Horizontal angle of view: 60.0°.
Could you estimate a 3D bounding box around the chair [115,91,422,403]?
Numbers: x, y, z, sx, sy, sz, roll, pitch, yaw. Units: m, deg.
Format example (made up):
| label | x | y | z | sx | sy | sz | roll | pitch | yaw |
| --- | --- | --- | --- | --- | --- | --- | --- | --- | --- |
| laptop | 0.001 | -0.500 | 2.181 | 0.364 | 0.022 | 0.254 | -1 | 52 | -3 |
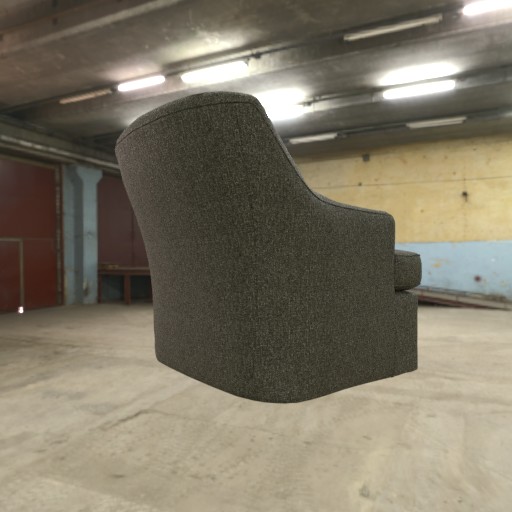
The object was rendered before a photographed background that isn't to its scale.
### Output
| label | x | y | z | sx | sy | sz | roll | pitch | yaw |
| --- | --- | --- | --- | --- | --- | --- | --- | --- | --- |
| chair | 0.000 | 0.000 | 1.601 | 0.923 | 0.856 | 0.864 | 0 | -1 | -36 |
